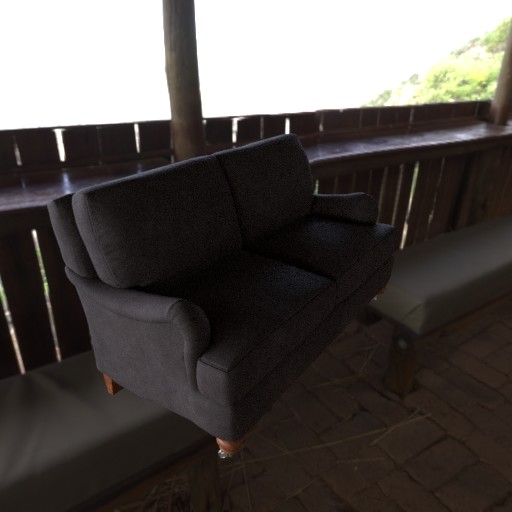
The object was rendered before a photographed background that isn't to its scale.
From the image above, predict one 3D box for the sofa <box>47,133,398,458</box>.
[{"bbox_3d":[0.000,0.000,2.545,1.084,1.101,1.853,17,30,32],"label":"sofa"}]
